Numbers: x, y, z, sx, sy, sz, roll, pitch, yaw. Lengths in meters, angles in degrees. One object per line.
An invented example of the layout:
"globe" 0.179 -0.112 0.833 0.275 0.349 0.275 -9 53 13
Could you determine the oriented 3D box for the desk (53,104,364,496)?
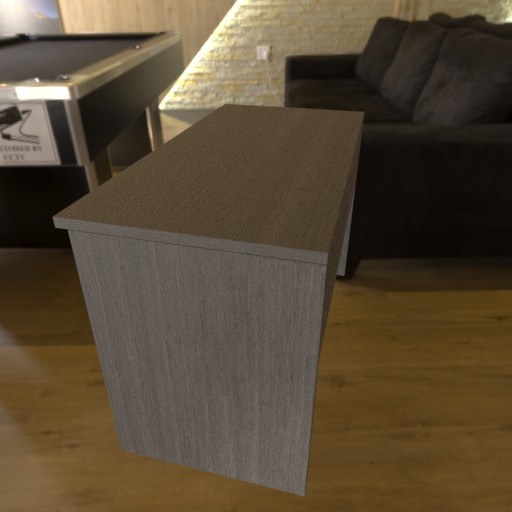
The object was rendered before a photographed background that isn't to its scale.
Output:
"desk" 0.000 0.000 1.477 0.557 0.729 1.099 8 32 13
